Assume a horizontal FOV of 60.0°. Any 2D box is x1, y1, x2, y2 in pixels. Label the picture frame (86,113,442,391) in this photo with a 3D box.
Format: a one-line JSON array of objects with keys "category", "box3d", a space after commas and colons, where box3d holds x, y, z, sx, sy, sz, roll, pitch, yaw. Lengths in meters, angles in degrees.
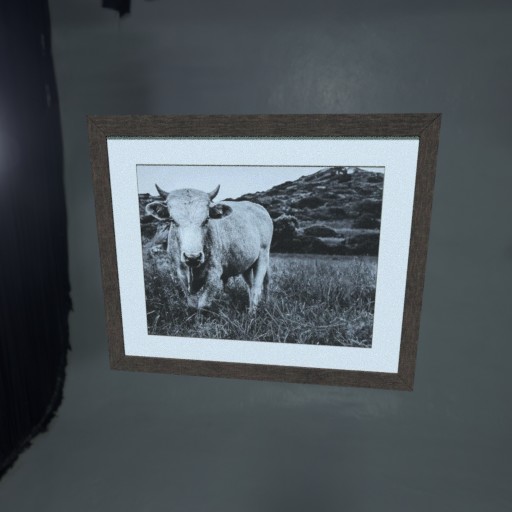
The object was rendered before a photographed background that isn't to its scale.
[{"category": "picture frame", "box3d": [0.000, 0.000, 0.748, 0.546, 0.455, 0.026, 2, 15, 7]}]
